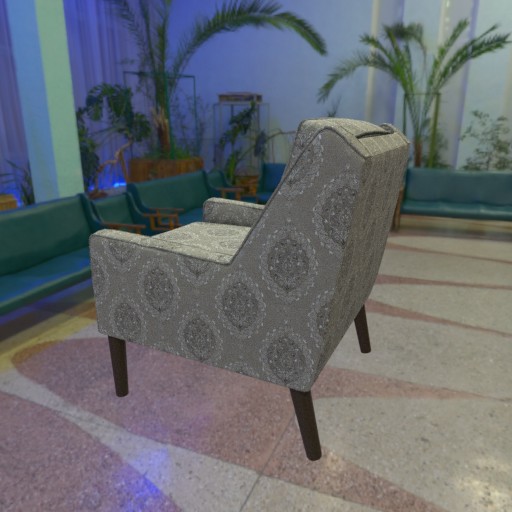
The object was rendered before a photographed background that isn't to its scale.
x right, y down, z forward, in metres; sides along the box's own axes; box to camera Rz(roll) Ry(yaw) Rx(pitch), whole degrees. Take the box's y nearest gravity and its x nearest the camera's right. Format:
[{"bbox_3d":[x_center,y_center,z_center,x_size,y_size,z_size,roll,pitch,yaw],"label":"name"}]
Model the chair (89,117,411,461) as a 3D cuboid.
[{"bbox_3d":[0.000,0.000,1.338,0.750,0.797,0.665,8,19,25],"label":"chair"}]
